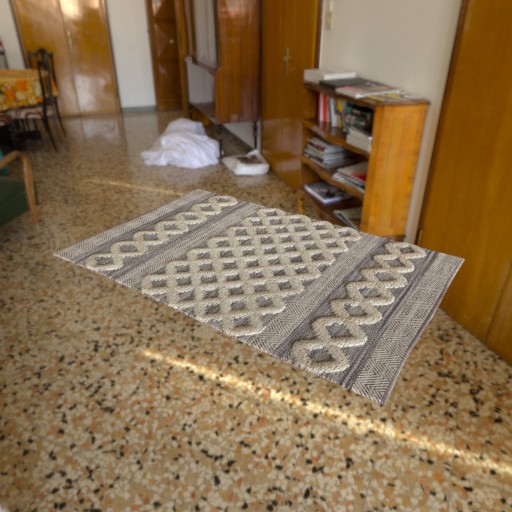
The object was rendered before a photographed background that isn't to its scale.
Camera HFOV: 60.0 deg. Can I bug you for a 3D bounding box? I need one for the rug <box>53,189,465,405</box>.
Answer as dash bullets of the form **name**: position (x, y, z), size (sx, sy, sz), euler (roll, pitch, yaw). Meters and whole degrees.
- **rug**: position (0.000, 0.000, 2.974), size (2.333, 0.033, 1.513), euler (18, 34, 29)
